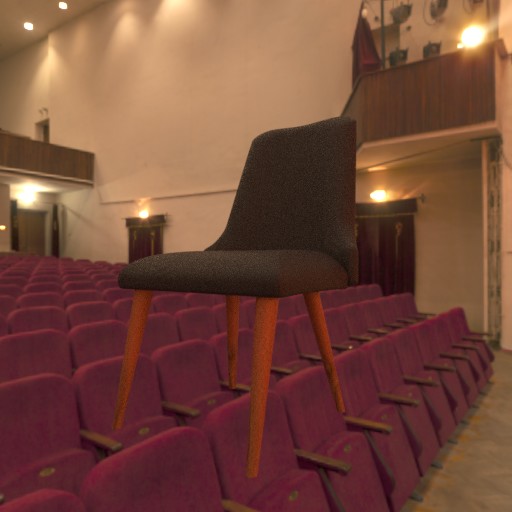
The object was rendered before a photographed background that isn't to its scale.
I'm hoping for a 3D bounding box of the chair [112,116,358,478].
[{"bbox_3d":[0.000,0.000,1.155,0.504,0.820,0.567,0,-1,35],"label":"chair"}]
